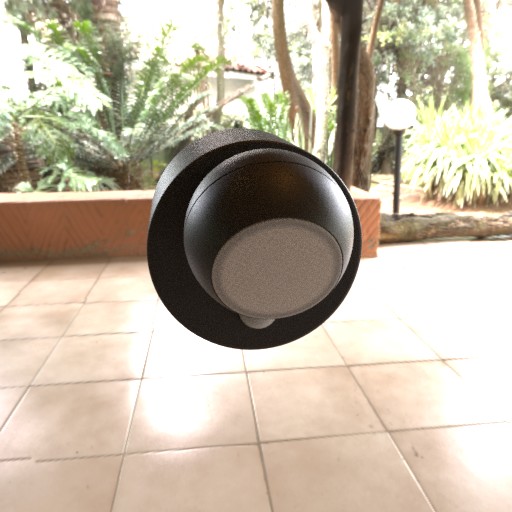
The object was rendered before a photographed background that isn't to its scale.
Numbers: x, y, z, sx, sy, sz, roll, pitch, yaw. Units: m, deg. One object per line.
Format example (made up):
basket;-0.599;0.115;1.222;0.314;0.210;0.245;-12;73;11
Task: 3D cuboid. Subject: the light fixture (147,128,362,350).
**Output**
light fixture;0.000;0.000;0.261;0.134;0.143;0.160;-2;17;-8
